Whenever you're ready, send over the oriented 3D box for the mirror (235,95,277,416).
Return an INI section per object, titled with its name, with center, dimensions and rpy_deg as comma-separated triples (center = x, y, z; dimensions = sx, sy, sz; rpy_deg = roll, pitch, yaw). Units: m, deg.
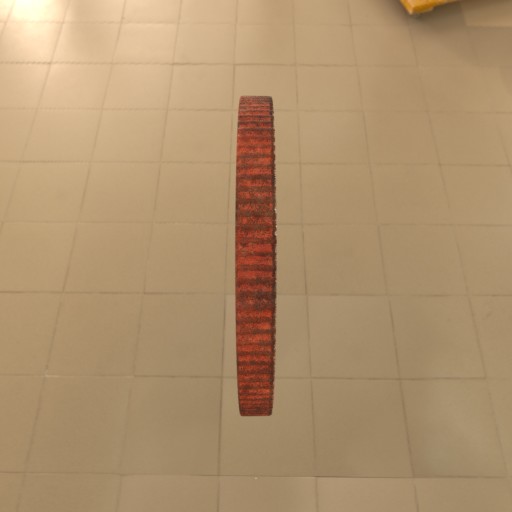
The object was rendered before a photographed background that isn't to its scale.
[mirror]
center = 0.000, 0.000, 0.895
dimensions = 0.056, 0.609, 0.609
rpy_deg = 0, 63, 0
